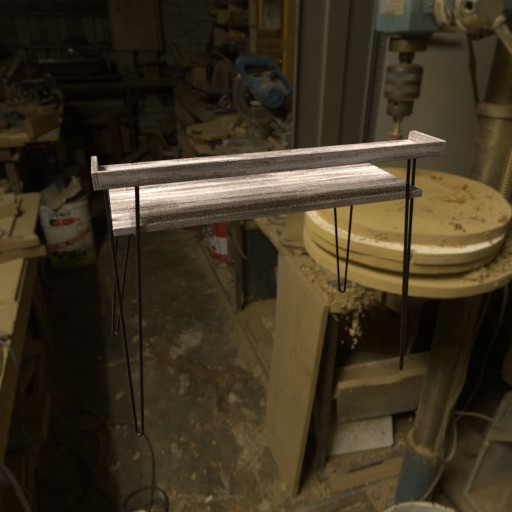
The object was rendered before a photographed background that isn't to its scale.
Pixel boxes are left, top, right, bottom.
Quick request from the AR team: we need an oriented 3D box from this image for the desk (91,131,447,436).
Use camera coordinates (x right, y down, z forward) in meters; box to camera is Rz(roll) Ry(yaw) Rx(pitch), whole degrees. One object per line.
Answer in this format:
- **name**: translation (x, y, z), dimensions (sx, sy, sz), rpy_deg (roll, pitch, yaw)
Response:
- **desk**: translation (0.000, 0.000, 1.648), dimensions (1.135, 0.899, 0.605), rpy_deg (-9, 29, -16)
